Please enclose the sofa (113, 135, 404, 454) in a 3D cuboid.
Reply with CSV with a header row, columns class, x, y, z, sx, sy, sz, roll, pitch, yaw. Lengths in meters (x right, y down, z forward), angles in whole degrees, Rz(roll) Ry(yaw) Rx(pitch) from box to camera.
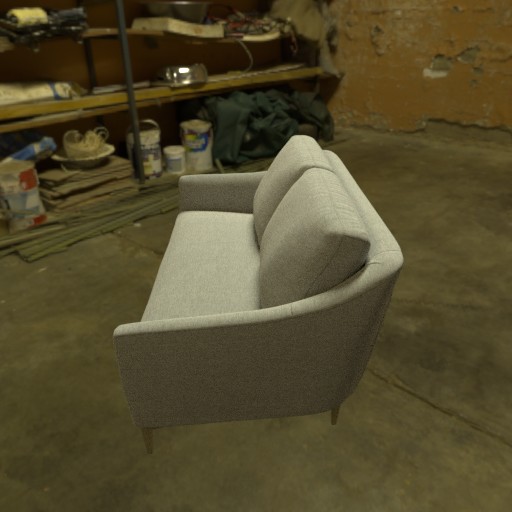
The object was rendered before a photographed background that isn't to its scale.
class,x,y,z,sx,sy,sz,roll,pitch,yaw
sofa,0.000,0.000,2.158,0.960,0.904,1.619,-1,28,-1
